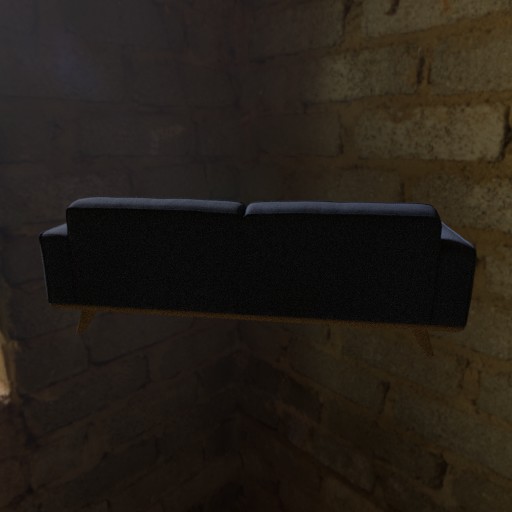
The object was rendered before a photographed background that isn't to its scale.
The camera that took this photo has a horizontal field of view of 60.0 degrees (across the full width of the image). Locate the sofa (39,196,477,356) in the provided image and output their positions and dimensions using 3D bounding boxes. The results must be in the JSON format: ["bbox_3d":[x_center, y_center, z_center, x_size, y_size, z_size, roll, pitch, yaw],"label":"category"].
[{"bbox_3d":[0.000,0.000,2.703,2.270,0.782,0.953,2,16,8],"label":"sofa"}]
